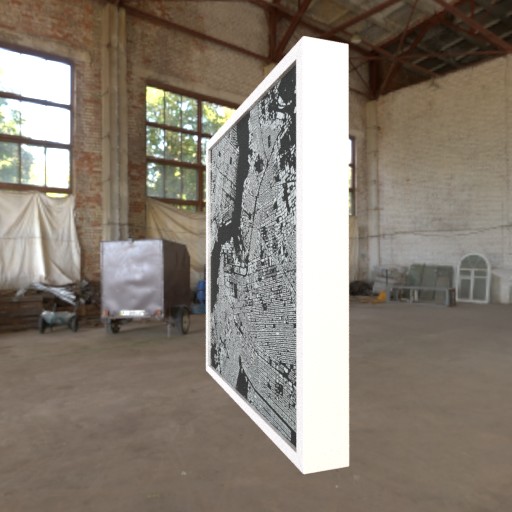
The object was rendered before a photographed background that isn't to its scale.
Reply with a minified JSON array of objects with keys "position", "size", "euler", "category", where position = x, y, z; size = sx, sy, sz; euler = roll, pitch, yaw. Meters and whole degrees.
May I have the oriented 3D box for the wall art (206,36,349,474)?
[{"position":[0.000,0.000,0.458],"size":[0.037,0.305,0.305],"euler":[0,0,-19],"category":"wall art"}]
